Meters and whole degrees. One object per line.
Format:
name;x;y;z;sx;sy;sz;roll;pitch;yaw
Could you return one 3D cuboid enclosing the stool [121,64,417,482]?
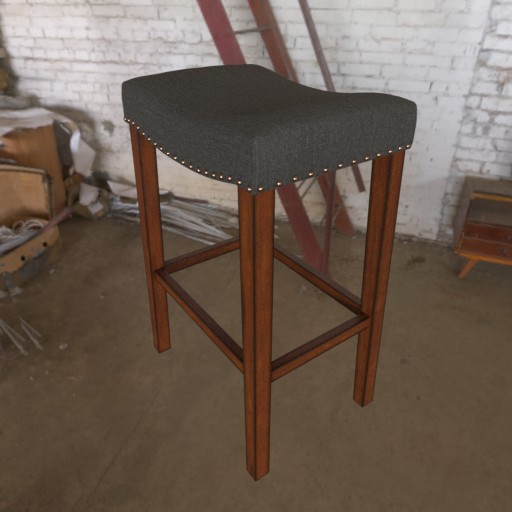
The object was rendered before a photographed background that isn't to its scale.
stool;0.000;0.000;1.007;0.366;0.748;0.502;-21;37;-30
